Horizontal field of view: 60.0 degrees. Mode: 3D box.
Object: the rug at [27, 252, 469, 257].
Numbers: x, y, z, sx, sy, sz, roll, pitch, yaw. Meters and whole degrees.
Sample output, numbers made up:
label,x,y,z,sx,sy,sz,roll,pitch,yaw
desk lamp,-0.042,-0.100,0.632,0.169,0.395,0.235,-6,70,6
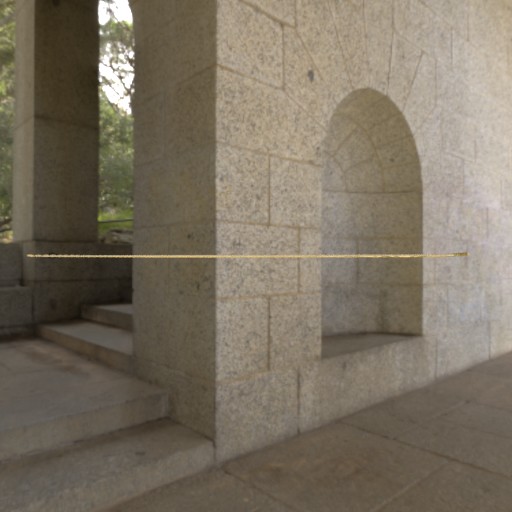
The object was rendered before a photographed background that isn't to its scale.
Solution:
label,x,y,z,sx,sy,sz,roll,pitch,yaw
rug,0.000,0.000,2.299,1.875,0.013,1.162,0,0,18
